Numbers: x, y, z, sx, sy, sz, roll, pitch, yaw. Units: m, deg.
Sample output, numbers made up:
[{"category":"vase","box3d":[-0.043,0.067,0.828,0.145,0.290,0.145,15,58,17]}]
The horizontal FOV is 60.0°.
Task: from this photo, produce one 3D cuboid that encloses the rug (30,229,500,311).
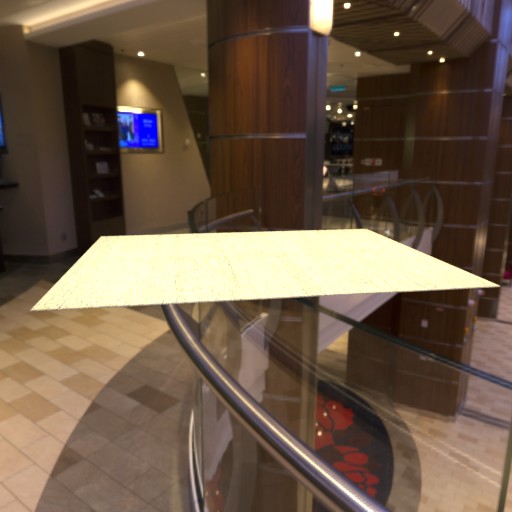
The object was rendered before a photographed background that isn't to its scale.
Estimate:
[{"category":"rug","box3d":[0.000,0.000,4.139,3.201,0.014,2.437,-2,13,-9]}]
